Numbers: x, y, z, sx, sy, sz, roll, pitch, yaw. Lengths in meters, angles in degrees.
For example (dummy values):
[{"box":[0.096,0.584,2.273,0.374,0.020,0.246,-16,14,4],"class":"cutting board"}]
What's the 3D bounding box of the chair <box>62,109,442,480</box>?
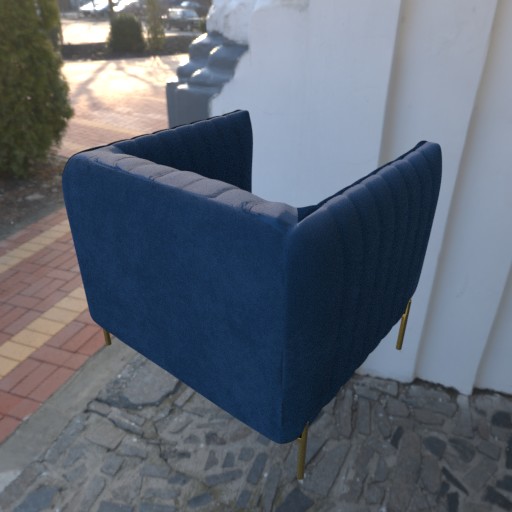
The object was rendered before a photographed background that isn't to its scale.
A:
[{"box":[0.000,0.000,1.551,0.947,0.793,0.877,22,36,33],"class":"chair"}]
